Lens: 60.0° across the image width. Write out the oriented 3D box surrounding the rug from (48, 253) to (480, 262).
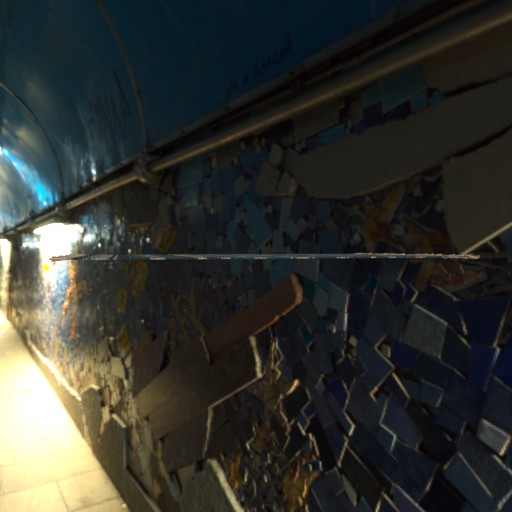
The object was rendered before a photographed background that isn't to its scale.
[{"bbox_3d":[0.000,0.000,2.420,1.936,0.028,1.181,0,1,-18],"label":"rug"}]
